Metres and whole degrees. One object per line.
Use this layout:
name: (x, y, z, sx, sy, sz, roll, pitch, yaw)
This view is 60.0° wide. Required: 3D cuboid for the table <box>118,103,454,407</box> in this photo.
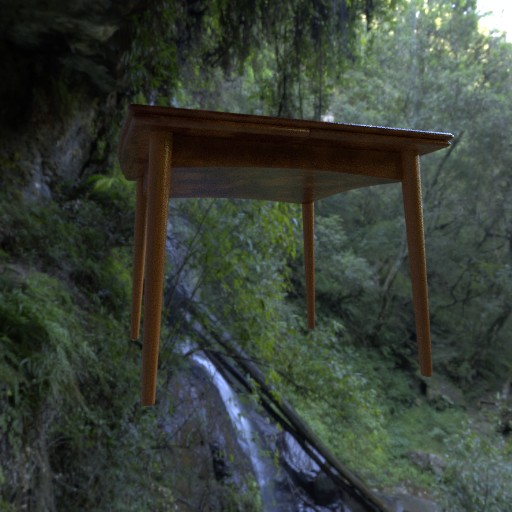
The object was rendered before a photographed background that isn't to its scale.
table: (0.000, 0.000, 1.672, 0.991, 0.754, 0.991, 0, 1, -18)
